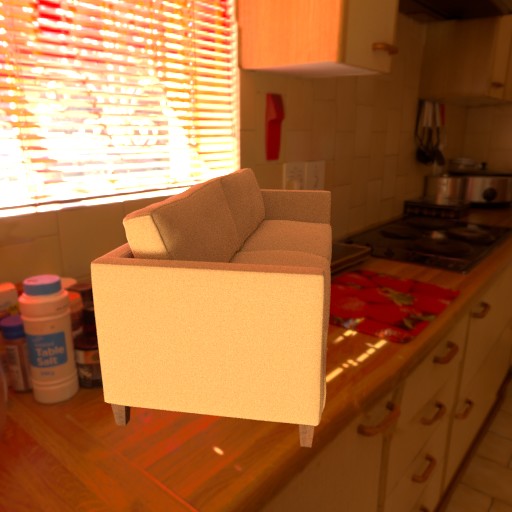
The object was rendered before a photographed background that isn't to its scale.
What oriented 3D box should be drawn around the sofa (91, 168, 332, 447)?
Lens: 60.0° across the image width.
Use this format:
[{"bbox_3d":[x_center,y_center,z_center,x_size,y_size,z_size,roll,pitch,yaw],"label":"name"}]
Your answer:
[{"bbox_3d":[0.000,0.000,2.828,0.951,0.968,2.361,3,16,9],"label":"sofa"}]
